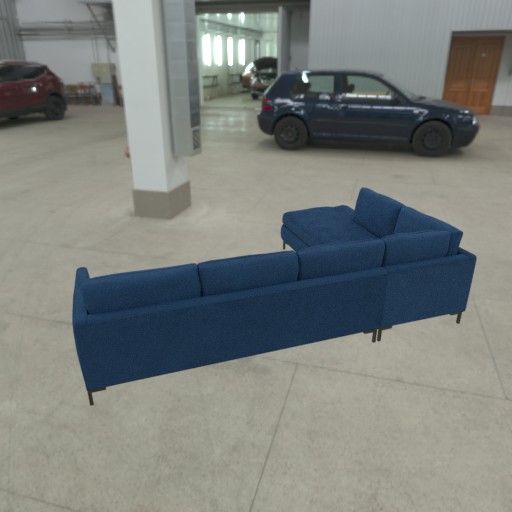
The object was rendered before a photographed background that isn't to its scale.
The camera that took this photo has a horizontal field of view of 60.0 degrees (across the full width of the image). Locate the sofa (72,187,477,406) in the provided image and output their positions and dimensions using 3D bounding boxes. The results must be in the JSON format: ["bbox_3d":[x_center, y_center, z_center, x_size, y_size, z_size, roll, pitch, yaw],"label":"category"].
[{"bbox_3d":[0.000,0.000,3.882,2.949,0.815,2.007,-8,25,-18],"label":"sofa"}]
